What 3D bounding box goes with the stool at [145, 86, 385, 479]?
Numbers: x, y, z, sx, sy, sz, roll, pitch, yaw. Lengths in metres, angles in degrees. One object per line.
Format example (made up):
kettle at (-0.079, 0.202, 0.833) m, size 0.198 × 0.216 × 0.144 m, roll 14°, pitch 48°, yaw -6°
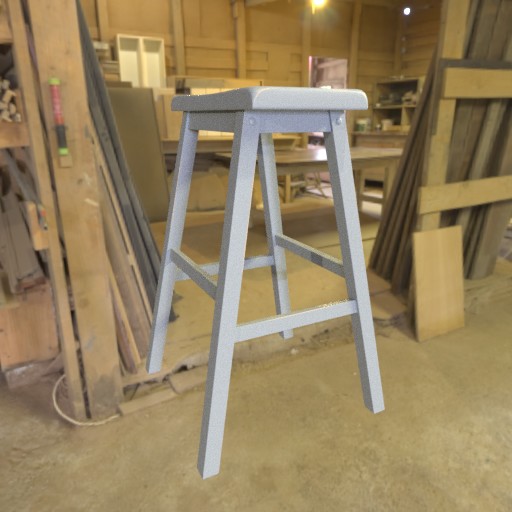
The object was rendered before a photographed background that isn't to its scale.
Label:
stool at (0.000, 0.000, 1.067) m, size 0.476 × 0.737 × 0.457 m, roll -9°, pitch 20°, yaw -26°
